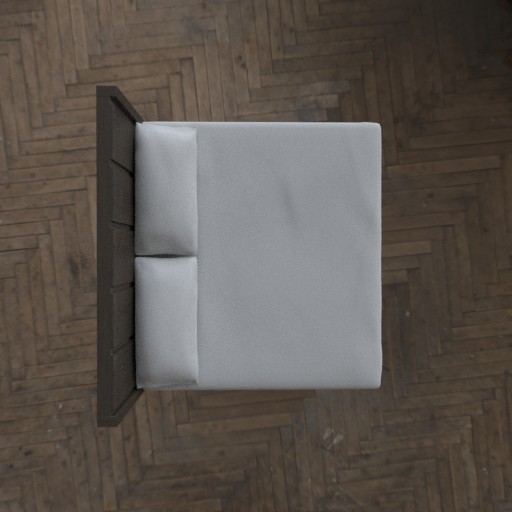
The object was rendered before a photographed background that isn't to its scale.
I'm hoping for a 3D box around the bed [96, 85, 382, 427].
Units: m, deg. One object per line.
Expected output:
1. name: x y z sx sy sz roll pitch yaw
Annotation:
1. bed: 0.000 0.000 3.417 2.012 1.270 2.134 0 90 -1
